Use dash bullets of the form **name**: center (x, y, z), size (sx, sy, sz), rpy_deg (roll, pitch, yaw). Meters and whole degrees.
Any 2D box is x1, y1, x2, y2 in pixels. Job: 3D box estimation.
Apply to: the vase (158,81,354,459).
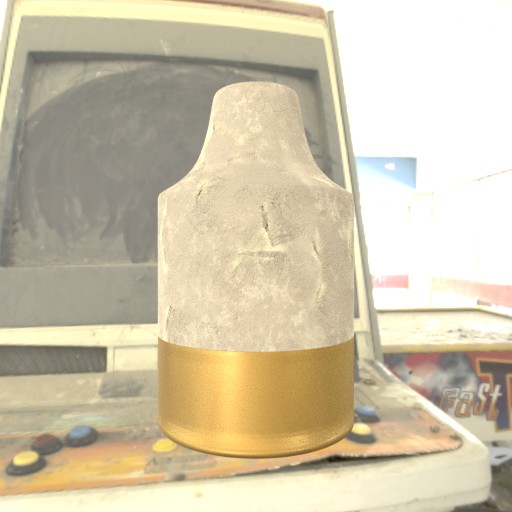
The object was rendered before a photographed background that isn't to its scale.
- **vase**: center (0.000, 0.000, 0.425), size (0.184, 0.305, 0.184), rpy_deg (0, 0, 0)
